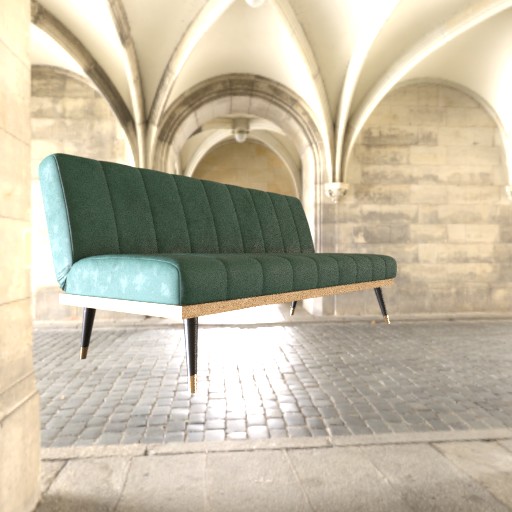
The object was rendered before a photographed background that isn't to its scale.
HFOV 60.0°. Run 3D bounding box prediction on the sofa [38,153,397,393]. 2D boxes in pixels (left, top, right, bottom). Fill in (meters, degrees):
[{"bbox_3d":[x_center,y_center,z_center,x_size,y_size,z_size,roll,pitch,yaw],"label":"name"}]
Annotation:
[{"bbox_3d":[0.000,0.000,2.237,0.830,0.820,1.810,0,1,37],"label":"sofa"}]
